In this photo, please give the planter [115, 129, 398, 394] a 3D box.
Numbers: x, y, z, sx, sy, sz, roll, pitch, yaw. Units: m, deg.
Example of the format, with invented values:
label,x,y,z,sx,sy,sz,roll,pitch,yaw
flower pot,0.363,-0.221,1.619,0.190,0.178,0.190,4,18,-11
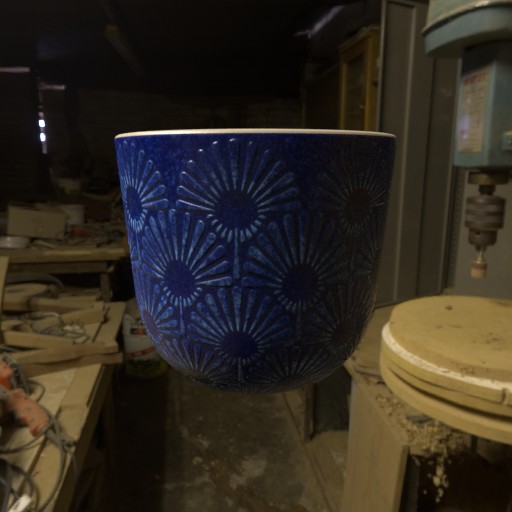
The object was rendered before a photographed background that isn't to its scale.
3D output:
label,x,y,z,sx,sy,sz,roll,pitch,yaw
planter,0.000,0.000,0.294,0.170,0.153,0.170,0,12,0
